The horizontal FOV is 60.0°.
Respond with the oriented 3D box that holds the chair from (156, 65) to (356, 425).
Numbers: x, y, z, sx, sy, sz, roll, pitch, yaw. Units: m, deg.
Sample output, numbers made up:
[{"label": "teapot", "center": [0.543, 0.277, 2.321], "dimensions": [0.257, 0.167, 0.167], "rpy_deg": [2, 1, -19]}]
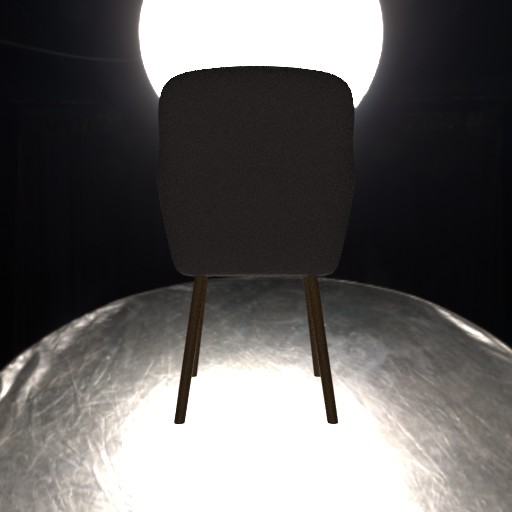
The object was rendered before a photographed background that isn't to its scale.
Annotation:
[{"label": "chair", "center": [0.000, 0.000, 1.244], "dimensions": [0.570, 0.830, 0.590], "rpy_deg": [0, 0, 0]}]
